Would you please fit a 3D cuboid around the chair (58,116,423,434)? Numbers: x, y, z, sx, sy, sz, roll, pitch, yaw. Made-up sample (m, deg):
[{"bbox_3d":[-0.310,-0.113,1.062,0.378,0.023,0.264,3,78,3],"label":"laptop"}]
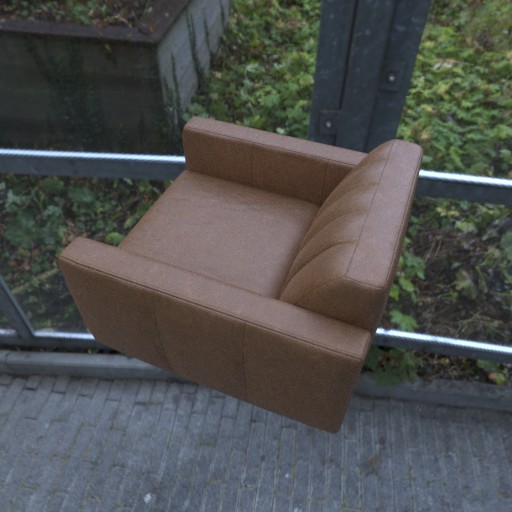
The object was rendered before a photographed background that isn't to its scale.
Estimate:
[{"bbox_3d":[0.000,0.000,1.687,0.998,0.819,0.953,17,49,15],"label":"chair"}]
